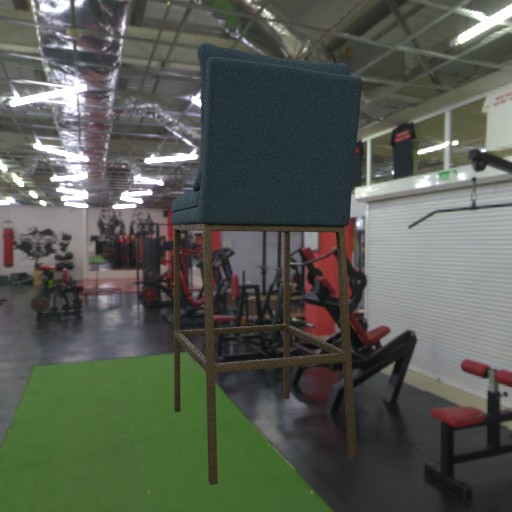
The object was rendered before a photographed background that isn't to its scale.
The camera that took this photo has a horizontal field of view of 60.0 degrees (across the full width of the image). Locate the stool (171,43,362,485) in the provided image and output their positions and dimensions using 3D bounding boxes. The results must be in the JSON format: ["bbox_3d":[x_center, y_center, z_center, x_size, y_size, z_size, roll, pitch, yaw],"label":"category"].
[{"bbox_3d":[0.000,0.000,1.406,0.463,1.124,0.568,0,1,-18],"label":"stool"}]
